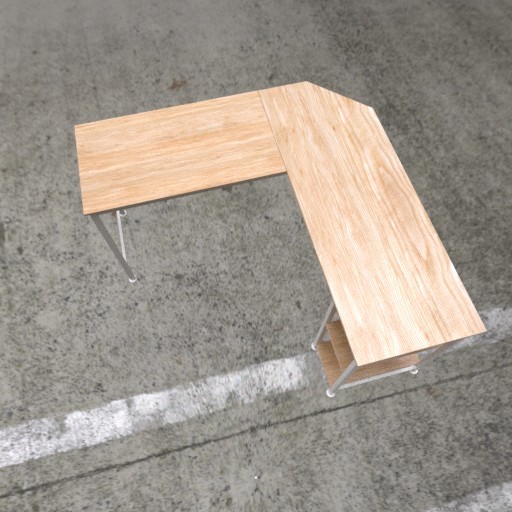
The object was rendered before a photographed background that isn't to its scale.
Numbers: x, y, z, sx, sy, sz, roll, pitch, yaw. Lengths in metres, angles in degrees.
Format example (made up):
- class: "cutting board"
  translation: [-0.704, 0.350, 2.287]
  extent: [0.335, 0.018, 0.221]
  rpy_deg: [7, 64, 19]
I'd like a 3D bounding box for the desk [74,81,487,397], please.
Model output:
- class: "desk"
  translation: [0.000, 0.000, 2.166]
  extent: [1.379, 0.739, 1.379]
  rpy_deg: [-13, 64, -7]
